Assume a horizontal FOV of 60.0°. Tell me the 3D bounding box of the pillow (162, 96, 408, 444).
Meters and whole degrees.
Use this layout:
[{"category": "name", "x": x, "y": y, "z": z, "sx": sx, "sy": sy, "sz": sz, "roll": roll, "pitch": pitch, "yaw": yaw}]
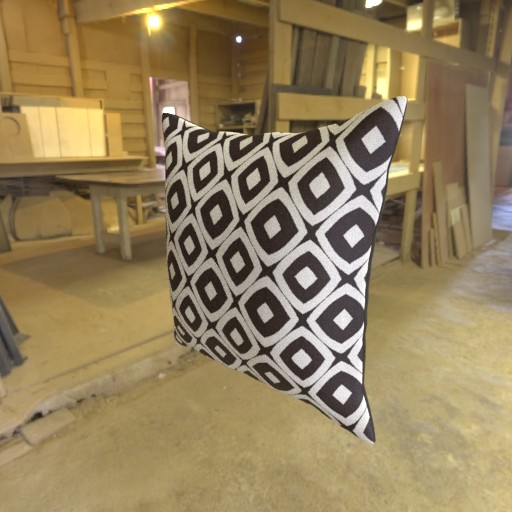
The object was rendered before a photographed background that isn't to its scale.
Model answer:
[{"category": "pillow", "x": 0.000, "y": 0.000, "z": 0.766, "sx": 0.504, "sy": 0.494, "sz": 0.188, "roll": 14, "pitch": 21, "yaw": 42}]
